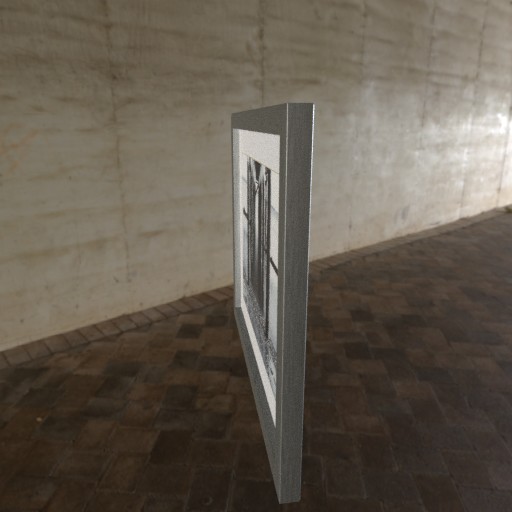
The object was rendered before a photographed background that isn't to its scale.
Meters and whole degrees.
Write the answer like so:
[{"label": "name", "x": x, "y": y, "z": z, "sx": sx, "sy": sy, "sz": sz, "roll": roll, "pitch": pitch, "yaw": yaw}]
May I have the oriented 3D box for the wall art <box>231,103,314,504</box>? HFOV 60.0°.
[{"label": "wall art", "x": 0.000, "y": 0.000, "z": 0.732, "sx": 0.028, "sy": 0.457, "sz": 0.556, "roll": -2, "pitch": 17, "yaw": -8}]
